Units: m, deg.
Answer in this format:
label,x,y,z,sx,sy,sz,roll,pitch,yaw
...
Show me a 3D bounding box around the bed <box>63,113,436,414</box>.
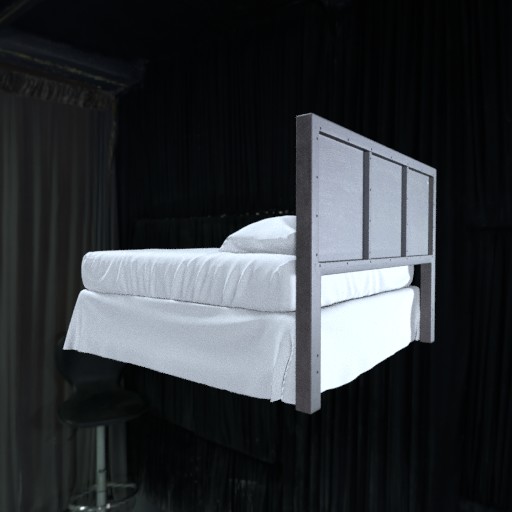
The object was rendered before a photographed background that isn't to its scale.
label,x,y,z,sx,sy,sz,roll,pitch,yaw
bed,0.000,0.000,2.862,1.785,1.142,1.772,1,2,38
